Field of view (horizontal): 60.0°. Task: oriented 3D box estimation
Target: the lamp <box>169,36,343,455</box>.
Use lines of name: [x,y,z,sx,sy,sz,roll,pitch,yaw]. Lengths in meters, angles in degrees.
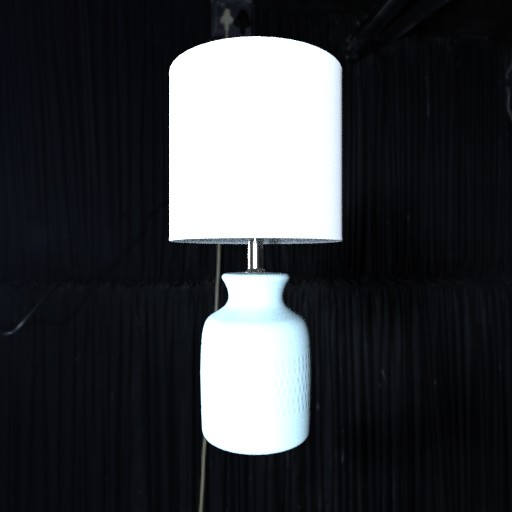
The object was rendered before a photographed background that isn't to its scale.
lamp: [0.000,0.000,1.088,0.418,0.871,0.418,0,0,-19]
